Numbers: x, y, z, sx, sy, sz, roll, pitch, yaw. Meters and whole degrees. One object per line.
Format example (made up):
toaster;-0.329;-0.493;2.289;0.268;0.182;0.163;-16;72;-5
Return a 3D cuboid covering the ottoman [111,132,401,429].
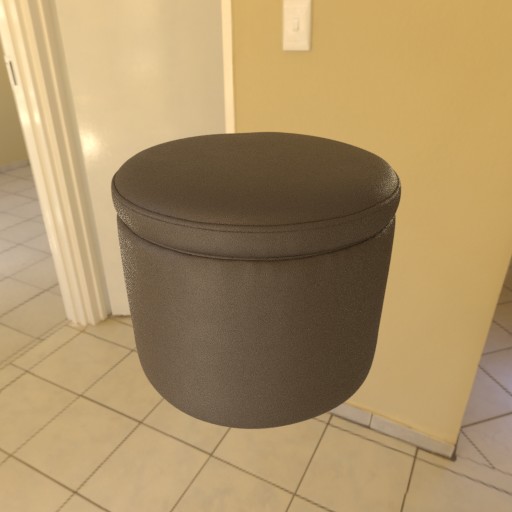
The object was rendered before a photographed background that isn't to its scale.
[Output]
ottoman;0.000;0.000;0.866;0.500;0.409;0.500;0;28;0
